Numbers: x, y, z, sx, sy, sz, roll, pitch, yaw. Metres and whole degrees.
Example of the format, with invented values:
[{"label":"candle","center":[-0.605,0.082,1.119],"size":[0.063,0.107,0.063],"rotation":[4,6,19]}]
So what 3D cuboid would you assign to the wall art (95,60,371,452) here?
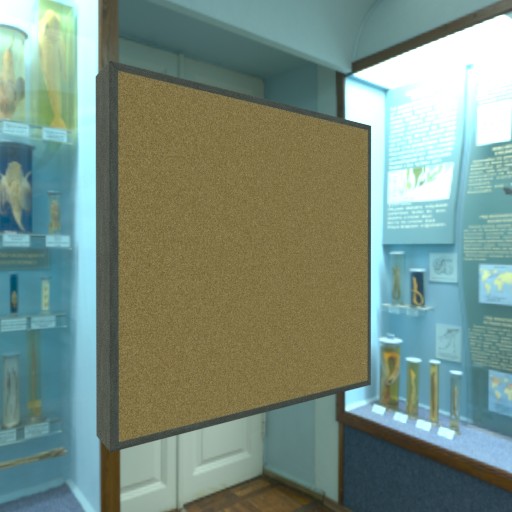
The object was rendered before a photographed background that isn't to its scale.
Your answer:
[{"label":"wall art","center":[0.000,0.000,0.444],"size":[0.303,0.302,0.038],"rotation":[0,1,-35]}]
